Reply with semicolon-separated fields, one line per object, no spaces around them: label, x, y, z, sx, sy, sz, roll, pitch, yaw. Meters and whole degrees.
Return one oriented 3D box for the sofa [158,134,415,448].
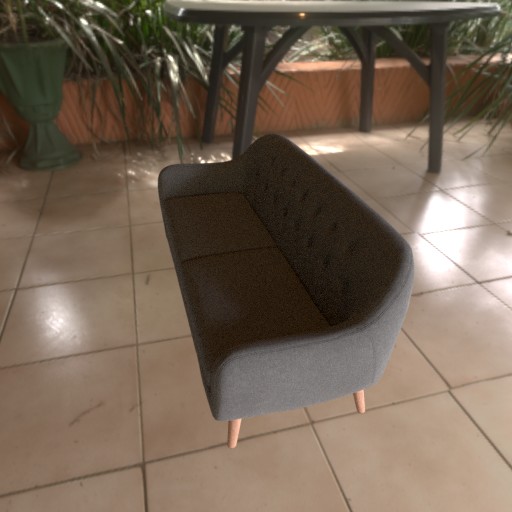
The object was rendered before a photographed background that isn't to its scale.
sofa;0.000;0.000;2.297;0.820;0.820;1.840;-9;33;-14
